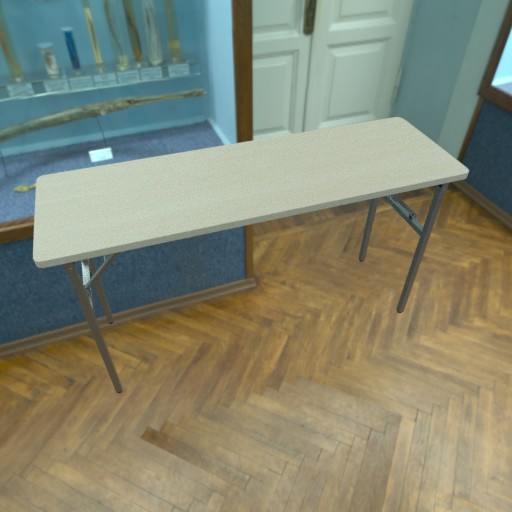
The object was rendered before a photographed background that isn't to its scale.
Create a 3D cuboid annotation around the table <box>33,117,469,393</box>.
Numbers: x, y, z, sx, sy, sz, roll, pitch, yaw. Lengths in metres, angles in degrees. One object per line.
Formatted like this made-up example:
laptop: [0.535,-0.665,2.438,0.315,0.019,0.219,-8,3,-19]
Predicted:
table: [0.000,0.000,1.743,1.397,0.750,0.446,-13,44,-14]
